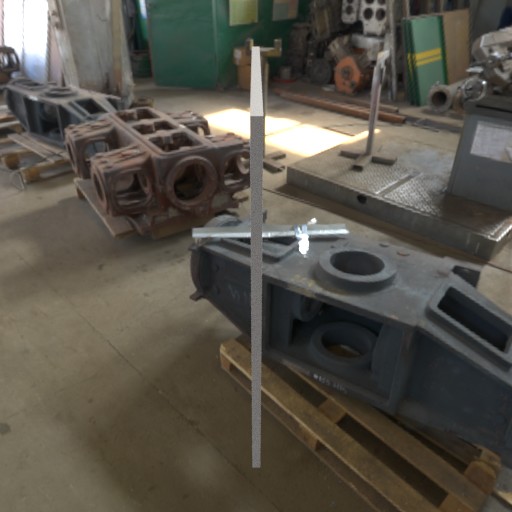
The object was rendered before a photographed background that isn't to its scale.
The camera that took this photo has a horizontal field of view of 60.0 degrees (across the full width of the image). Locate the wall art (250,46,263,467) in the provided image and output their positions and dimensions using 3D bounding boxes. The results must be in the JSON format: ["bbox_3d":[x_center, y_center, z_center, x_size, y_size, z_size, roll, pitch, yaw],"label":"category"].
[{"bbox_3d":[0.000,0.000,0.605,0.010,0.474,0.325,0,34,0],"label":"wall art"}]
